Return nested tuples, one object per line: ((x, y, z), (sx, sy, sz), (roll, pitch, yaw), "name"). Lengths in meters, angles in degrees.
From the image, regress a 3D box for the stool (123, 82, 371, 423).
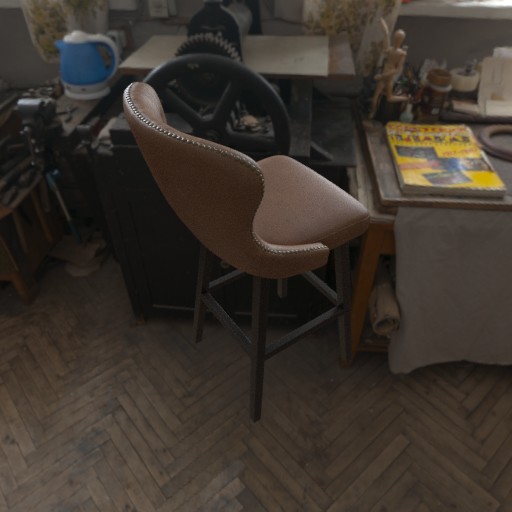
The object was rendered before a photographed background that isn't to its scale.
((0.000, 0.000, 1.381), (0.601, 1.050, 0.528), (-25, 47, -25), "stool")
